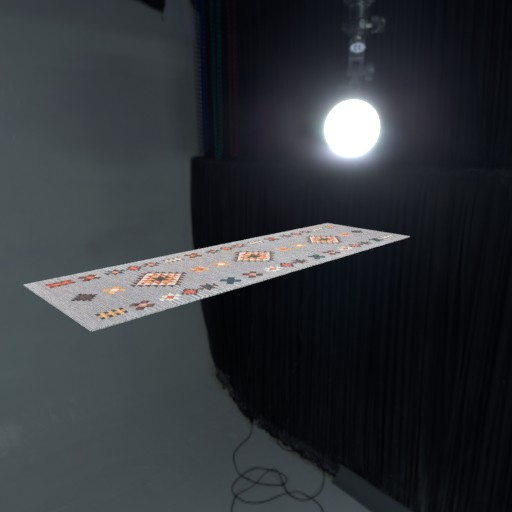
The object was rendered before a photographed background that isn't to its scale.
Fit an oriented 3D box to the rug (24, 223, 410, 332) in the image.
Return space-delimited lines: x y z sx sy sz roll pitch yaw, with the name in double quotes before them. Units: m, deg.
"rug" 0.000 0.000 2.724 2.432 0.008 0.766 -14 20 -42
